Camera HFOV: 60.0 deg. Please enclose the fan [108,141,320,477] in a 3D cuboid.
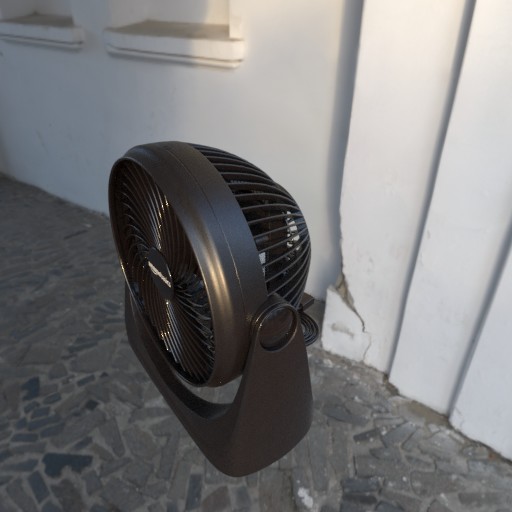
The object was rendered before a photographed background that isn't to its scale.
[{"bbox_3d":[0.000,0.000,0.485,0.256,0.277,0.273,-20,37,-30],"label":"fan"}]
